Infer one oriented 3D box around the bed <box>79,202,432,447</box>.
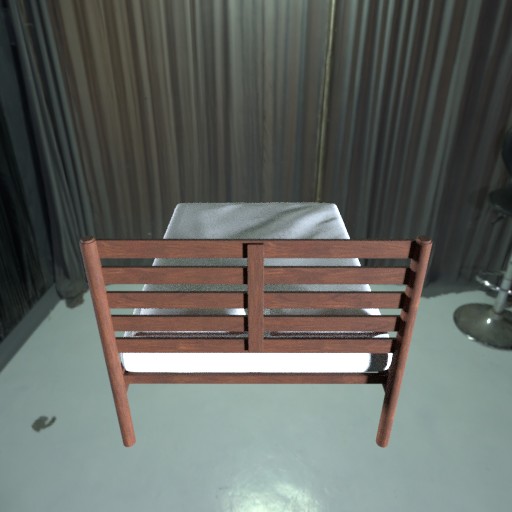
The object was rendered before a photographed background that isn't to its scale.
[{"bbox_3d":[0.000,0.000,3.093,1.509,1.304,2.093,0,29,0],"label":"bed"}]
